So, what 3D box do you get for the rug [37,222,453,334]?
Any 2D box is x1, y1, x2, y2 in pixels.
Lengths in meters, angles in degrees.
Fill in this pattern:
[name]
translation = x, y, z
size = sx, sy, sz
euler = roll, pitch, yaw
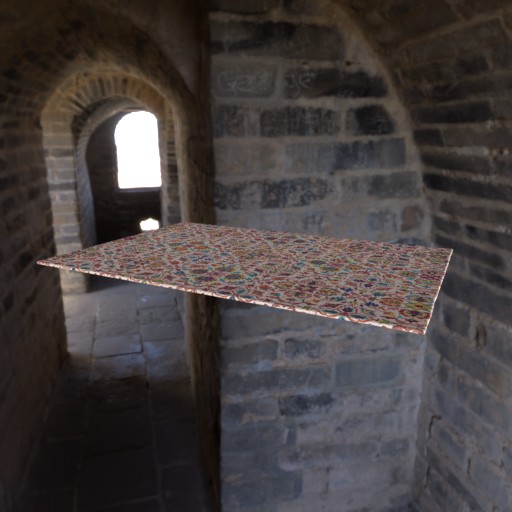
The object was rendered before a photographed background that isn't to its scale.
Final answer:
[rug]
translation = 0.000, 0.000, 2.929
size = 2.297, 0.018, 1.541
euler = 7, 17, 26
